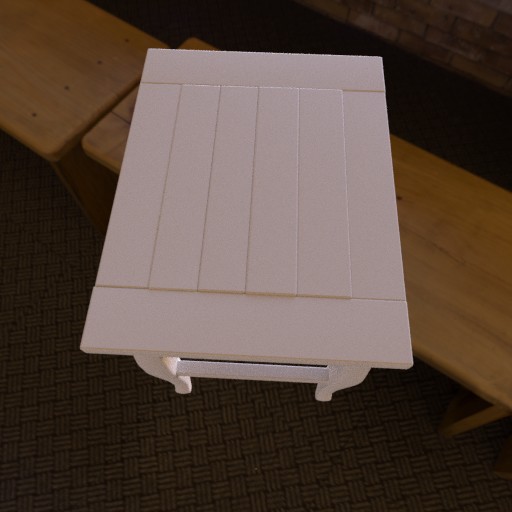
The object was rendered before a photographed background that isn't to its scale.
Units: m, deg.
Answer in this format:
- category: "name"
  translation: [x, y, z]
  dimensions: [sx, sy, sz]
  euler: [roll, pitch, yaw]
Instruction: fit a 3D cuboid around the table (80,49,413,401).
- category: "table"
  translation: [0.000, 0.000, 1.011]
  dimensions: [0.463, 0.605, 0.599]
  euler: [3, 64, 1]
